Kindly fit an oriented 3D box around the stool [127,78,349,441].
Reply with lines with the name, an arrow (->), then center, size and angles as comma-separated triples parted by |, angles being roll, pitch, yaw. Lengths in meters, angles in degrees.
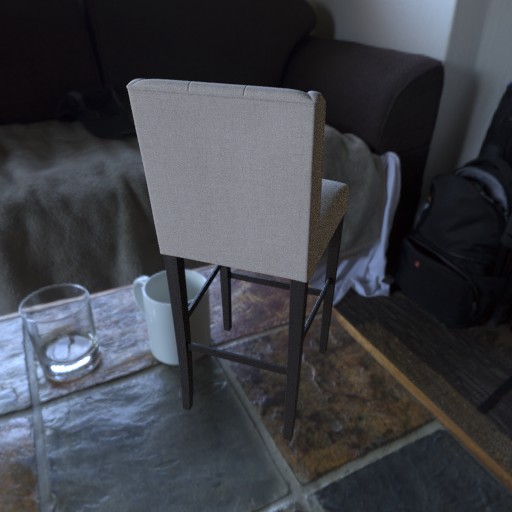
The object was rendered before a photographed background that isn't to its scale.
stool -> 0.000, 0.000, 1.398 | 0.474, 1.116, 0.509 | 11, 34, 16
